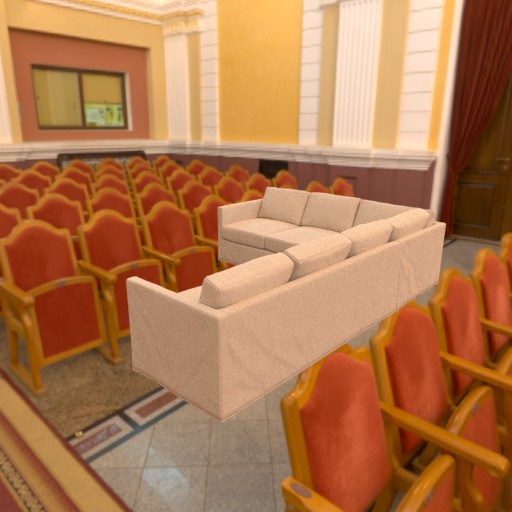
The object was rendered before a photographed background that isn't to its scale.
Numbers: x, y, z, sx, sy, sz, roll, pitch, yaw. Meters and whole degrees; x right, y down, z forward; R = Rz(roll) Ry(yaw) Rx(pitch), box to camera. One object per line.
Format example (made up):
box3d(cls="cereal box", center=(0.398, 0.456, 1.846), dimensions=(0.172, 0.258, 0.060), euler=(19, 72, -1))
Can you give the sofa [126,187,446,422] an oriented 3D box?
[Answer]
box3d(cls="sofa", center=(0.000, 0.000, 4.316), dimensions=(2.432, 0.871, 3.182), euler=(15, 23, 41))
